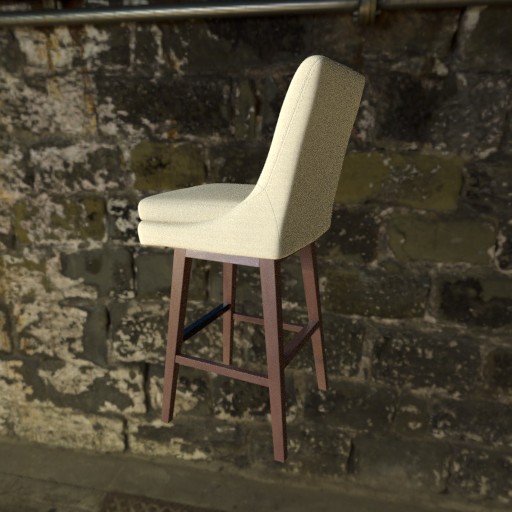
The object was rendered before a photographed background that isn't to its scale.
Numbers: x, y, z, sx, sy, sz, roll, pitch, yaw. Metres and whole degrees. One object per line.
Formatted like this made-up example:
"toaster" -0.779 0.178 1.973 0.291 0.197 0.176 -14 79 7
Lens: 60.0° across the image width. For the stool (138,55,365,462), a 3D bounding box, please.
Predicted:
"stool" 0.000 0.000 1.408 0.559 1.093 0.483 7 17 25
